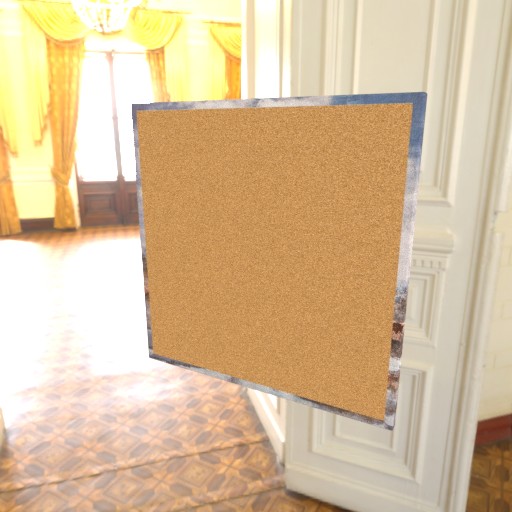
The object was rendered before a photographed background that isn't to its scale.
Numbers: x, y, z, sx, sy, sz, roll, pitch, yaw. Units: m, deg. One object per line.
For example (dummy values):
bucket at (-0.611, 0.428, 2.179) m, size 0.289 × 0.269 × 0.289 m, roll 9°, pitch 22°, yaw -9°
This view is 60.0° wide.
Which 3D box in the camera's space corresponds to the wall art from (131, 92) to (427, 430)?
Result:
wall art at (0.000, 0.000, 1.523) m, size 1.010 × 1.020 × 0.040 m, roll 8°, pitch 18°, yaw 27°
